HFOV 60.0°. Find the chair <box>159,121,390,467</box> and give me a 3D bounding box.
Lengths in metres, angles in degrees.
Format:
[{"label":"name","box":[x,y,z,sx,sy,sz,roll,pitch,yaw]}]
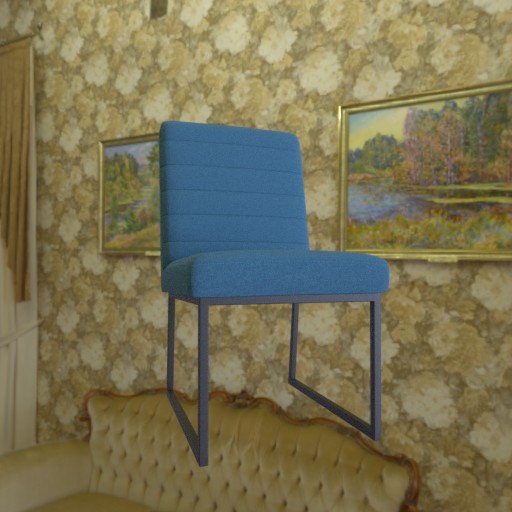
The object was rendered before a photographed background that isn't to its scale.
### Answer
[{"label":"chair","box":[0.000,0.000,1.328,0.520,0.930,0.634,0,-1,-19]}]
